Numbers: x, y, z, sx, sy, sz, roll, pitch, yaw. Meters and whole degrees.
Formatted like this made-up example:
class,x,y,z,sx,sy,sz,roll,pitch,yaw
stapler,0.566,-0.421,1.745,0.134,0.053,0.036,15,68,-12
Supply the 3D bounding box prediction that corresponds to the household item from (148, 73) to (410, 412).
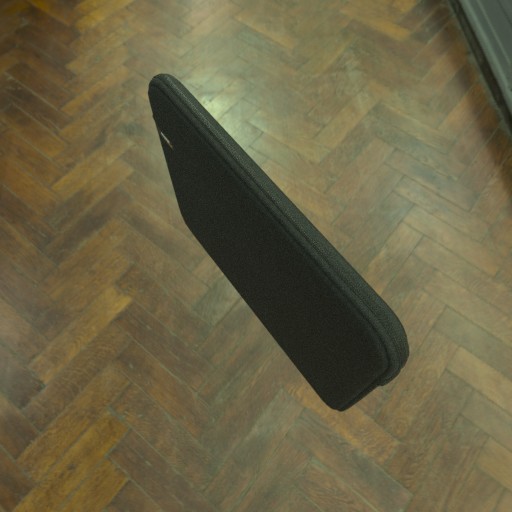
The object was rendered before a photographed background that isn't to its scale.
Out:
class,x,y,z,sx,sy,sz,roll,pitch,yaw
household item,0.000,0.000,0.523,0.030,0.305,0.396,-33,68,-16
